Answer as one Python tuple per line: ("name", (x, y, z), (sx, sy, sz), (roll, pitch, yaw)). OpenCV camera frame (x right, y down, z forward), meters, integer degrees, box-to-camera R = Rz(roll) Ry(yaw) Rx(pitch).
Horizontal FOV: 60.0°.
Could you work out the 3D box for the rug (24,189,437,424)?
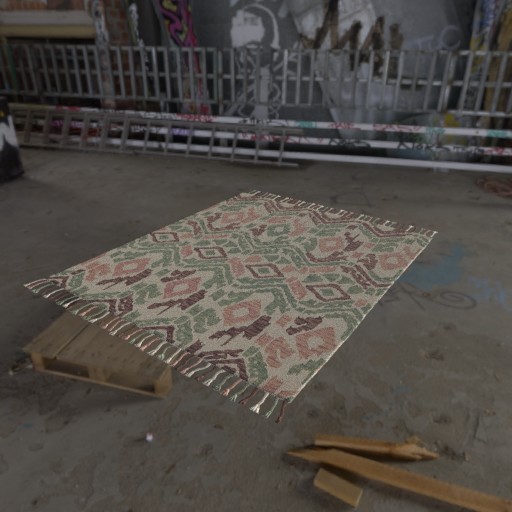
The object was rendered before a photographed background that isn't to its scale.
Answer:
("rug", (0.000, 0.000, 4.021), (2.438, 0.010, 3.048), (18, 32, 31))
